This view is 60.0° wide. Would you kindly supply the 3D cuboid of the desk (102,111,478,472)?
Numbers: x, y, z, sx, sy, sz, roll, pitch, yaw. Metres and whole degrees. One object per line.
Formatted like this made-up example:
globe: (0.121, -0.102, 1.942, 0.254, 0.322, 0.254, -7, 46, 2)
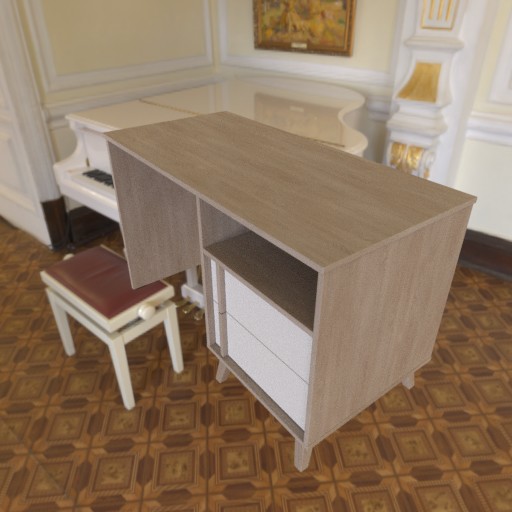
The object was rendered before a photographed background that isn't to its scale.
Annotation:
desk: (0.000, 0.000, 1.703, 0.600, 0.770, 1.251, -22, 37, -31)
